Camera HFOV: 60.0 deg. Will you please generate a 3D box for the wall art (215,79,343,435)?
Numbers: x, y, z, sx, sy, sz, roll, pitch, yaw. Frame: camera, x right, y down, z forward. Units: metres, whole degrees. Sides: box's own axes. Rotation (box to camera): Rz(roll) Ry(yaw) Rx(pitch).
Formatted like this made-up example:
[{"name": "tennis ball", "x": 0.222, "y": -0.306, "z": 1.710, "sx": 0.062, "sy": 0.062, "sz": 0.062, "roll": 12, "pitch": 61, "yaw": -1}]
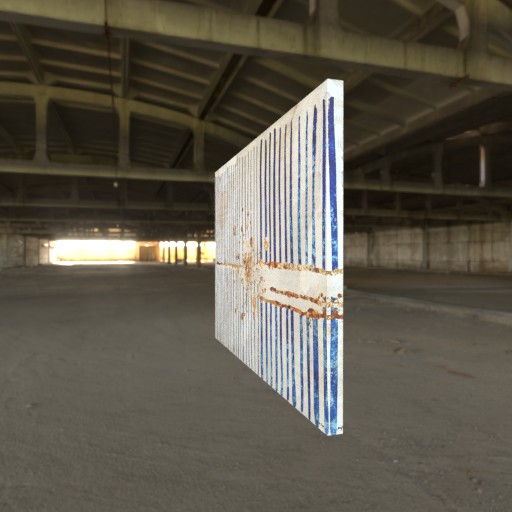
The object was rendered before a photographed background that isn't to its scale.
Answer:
[{"name": "wall art", "x": 0.000, "y": 0.000, "z": 1.490, "sx": 0.038, "sy": 0.757, "sz": 1.143, "roll": 0, "pitch": 0, "yaw": -17}]
